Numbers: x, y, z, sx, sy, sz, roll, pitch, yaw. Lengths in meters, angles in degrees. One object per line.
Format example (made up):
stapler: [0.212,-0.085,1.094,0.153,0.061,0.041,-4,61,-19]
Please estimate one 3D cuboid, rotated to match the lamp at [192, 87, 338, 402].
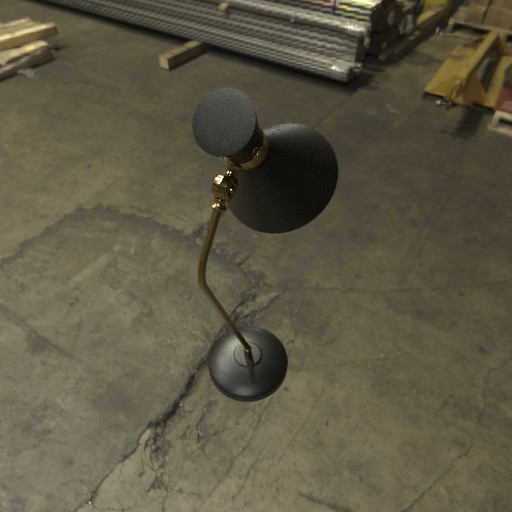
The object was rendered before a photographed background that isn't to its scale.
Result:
lamp: [0.000,0.000,0.763,0.189,0.647,0.292,26,52,22]
